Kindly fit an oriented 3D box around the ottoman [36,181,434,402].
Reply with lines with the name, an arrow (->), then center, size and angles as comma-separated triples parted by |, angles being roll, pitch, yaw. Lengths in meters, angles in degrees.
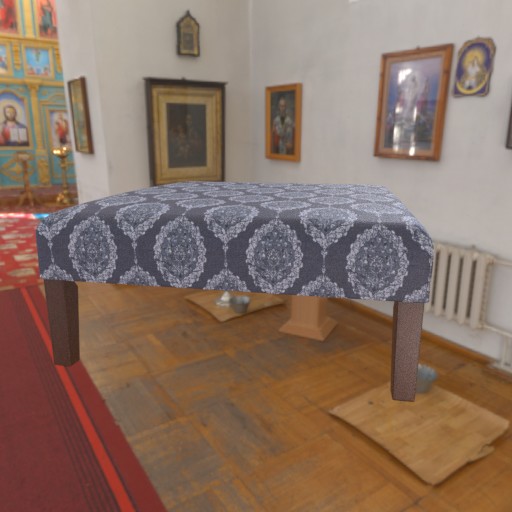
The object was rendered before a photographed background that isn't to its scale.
ottoman -> 0.000, 0.000, 1.401 | 0.889, 0.409, 0.890 | 3, 14, 11
